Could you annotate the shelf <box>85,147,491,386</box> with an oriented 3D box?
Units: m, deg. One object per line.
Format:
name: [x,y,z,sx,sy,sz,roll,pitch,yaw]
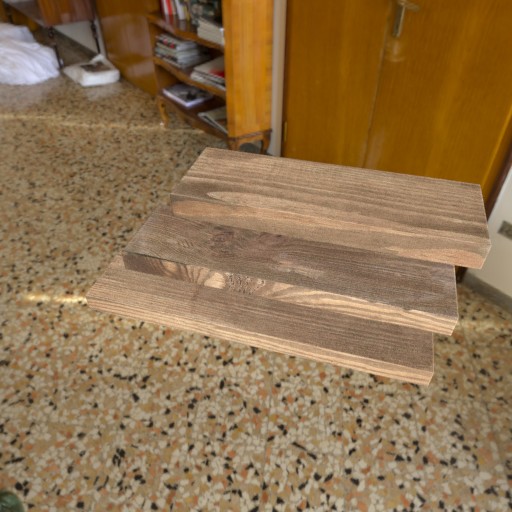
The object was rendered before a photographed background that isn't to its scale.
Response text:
shelf: [0.000,0.000,0.725,0.610,0.293,0.140,11,42,12]
